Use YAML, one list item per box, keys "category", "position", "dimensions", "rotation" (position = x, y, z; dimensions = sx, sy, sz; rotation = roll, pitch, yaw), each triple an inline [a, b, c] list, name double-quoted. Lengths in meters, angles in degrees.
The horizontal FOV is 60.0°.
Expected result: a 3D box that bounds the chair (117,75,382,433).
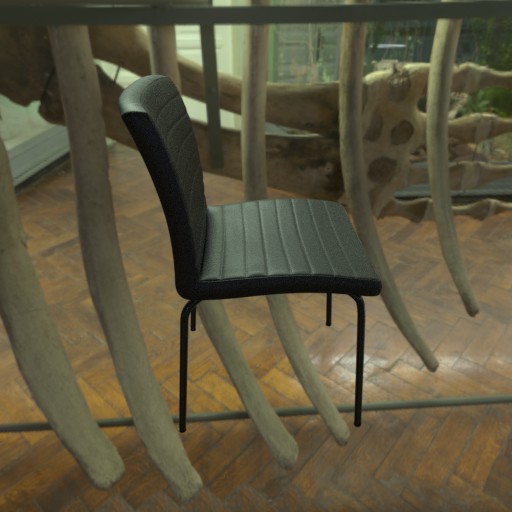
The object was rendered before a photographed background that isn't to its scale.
- category: "chair"
  position: [0.000, 0.000, 1.191]
  dimensions: [0.572, 0.872, 0.450]
  rotation: [-2, 32, -2]
